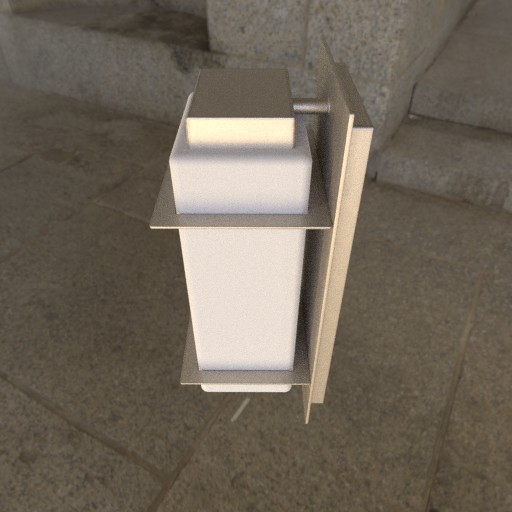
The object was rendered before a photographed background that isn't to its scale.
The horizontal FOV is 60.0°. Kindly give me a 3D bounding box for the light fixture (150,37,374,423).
[{"bbox_3d":[0.000,0.000,0.462,0.160,0.380,0.168,0,41,0],"label":"light fixture"}]
